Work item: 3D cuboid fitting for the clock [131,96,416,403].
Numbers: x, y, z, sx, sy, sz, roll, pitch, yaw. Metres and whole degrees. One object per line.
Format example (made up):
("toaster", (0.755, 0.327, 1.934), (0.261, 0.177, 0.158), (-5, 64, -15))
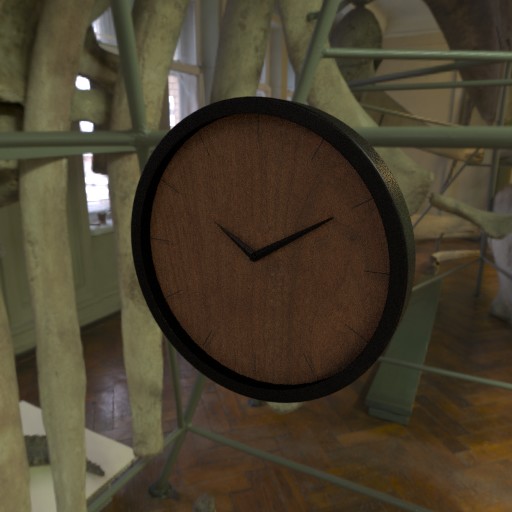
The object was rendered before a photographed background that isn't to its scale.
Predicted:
("clock", (0.000, 0.000, 0.465), (0.314, 0.314, 0.040), (8, 17, 28))
